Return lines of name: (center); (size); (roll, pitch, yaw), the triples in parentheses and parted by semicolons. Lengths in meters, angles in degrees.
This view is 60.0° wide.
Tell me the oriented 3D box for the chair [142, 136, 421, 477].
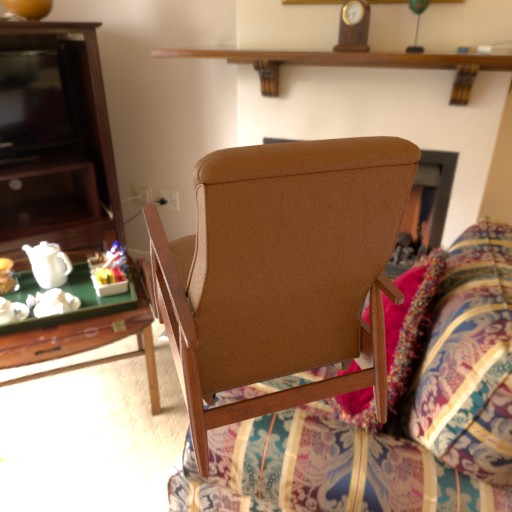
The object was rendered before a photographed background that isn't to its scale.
chair: (0.000, 0.000, 1.763); (0.762, 1.082, 1.014); (-9, 28, -17)
